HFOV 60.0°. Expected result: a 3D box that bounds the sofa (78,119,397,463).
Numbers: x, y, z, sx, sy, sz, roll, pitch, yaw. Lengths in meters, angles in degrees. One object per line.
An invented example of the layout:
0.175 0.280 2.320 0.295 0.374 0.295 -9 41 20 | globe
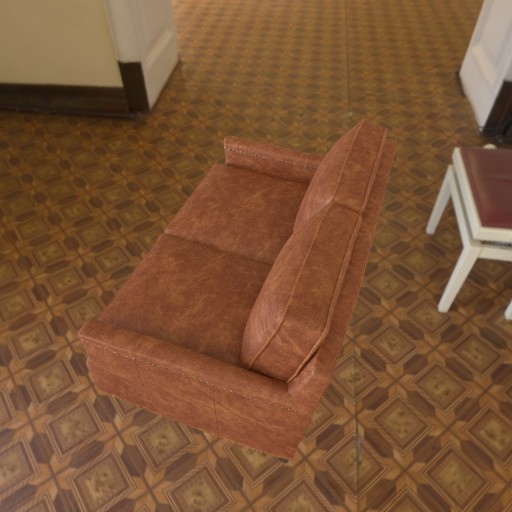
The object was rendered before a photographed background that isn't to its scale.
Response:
0.000 0.000 2.264 1.084 1.003 1.597 15 48 14 | sofa
